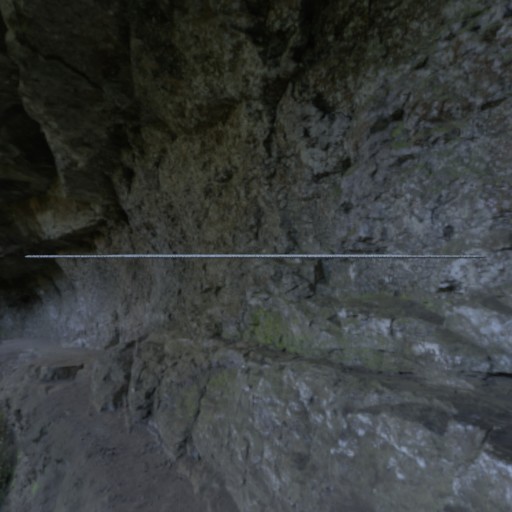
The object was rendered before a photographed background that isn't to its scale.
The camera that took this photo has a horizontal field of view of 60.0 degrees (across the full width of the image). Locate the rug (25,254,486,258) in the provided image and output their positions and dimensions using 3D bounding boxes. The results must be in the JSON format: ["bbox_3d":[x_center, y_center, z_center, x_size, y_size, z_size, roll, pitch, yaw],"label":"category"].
[{"bbox_3d":[0.000,0.000,5.166,3.935,0.025,2.782,0,0,1],"label":"rug"}]
